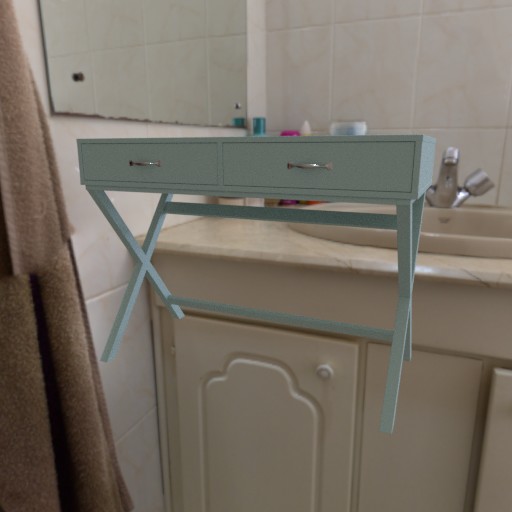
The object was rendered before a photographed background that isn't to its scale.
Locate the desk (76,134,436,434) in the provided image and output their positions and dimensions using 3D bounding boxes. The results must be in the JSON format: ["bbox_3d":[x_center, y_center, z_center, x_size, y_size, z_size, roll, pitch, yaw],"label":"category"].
[{"bbox_3d":[0.000,0.000,1.525,1.057,0.780,0.525,6,15,24],"label":"desk"}]
